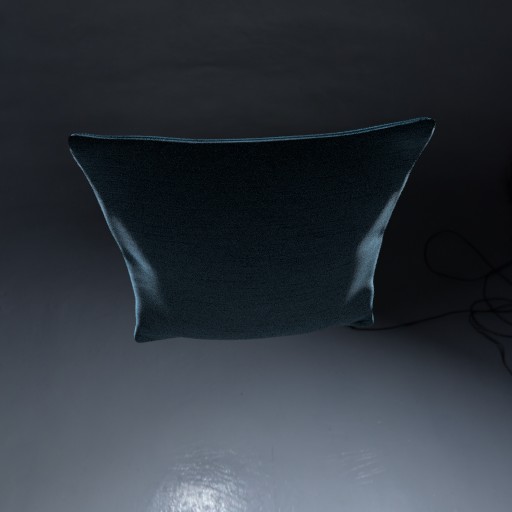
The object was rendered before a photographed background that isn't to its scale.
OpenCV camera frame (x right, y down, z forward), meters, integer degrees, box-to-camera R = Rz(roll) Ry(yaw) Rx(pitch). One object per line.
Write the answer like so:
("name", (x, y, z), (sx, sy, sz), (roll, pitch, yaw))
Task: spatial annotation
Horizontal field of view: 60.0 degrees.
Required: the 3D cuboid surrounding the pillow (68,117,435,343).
("pillow", (0.000, 0.000, 0.654), (0.433, 0.415, 0.151), (-3, 45, -3))
